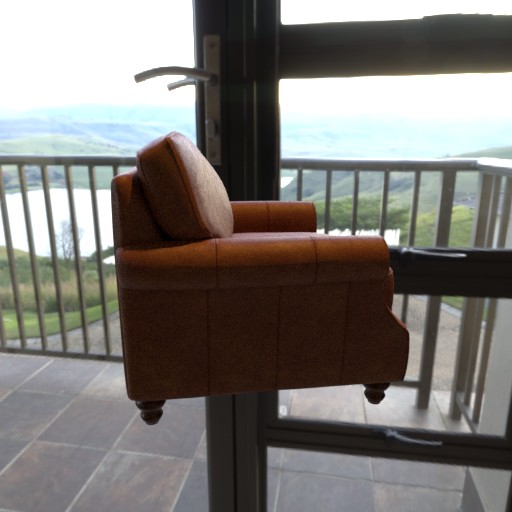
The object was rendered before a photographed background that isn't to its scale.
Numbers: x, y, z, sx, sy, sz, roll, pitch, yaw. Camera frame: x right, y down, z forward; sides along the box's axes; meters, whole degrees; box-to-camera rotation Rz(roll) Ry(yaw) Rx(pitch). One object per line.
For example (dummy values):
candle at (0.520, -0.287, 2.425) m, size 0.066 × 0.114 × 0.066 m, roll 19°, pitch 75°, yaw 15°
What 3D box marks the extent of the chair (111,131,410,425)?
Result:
chair at (0.000, 0.000, 1.787) m, size 0.986 × 0.962 × 0.983 m, roll -2°, pitch 15°, yaw -8°
